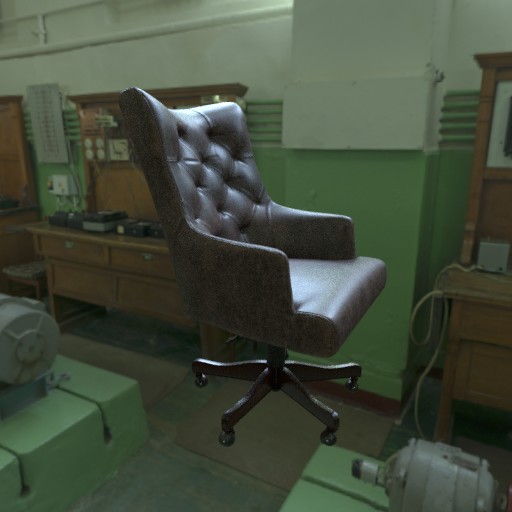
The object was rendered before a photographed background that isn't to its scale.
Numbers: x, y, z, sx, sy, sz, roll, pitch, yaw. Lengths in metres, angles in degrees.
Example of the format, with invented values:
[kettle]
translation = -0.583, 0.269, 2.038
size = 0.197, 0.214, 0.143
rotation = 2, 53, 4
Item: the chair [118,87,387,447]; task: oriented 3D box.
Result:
[chair]
translation = 0.000, 0.000, 1.484
size = 0.762, 1.035, 0.641
rotation = 7, 16, 26
